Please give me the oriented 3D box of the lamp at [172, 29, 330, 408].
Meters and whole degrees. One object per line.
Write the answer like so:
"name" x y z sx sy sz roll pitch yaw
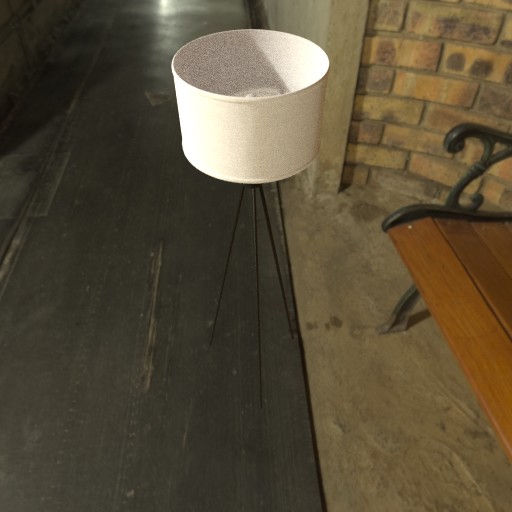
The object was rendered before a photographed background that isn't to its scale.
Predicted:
"lamp" 0.000 0.000 1.729 0.458 1.545 0.448 -33 55 -27
